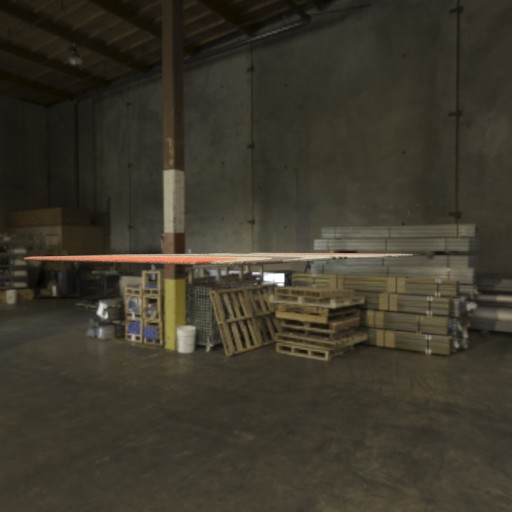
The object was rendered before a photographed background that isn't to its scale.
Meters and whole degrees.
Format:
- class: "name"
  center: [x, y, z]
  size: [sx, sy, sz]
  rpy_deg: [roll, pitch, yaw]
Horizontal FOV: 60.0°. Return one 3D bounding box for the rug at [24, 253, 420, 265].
- class: "rug"
  center: [0.000, 0.000, 2.919]
  size: [1.530, 0.017, 2.446]
  rpy_deg: [1, 1, 35]
